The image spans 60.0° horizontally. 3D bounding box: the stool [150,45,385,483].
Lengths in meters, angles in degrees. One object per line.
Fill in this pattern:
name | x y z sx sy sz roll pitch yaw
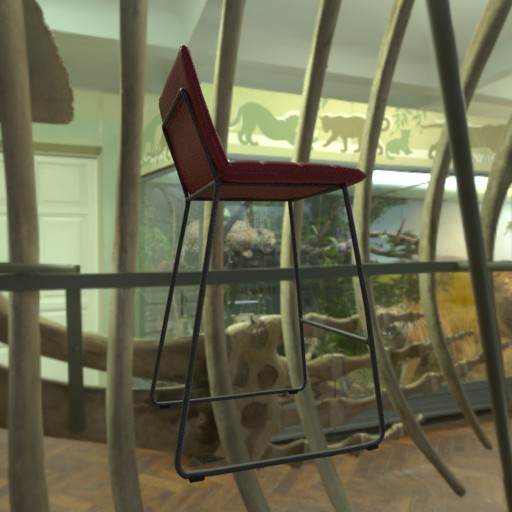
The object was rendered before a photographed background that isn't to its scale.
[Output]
stool | 0.000 0.000 1.221 0.524 0.937 0.489 0 0 -20
